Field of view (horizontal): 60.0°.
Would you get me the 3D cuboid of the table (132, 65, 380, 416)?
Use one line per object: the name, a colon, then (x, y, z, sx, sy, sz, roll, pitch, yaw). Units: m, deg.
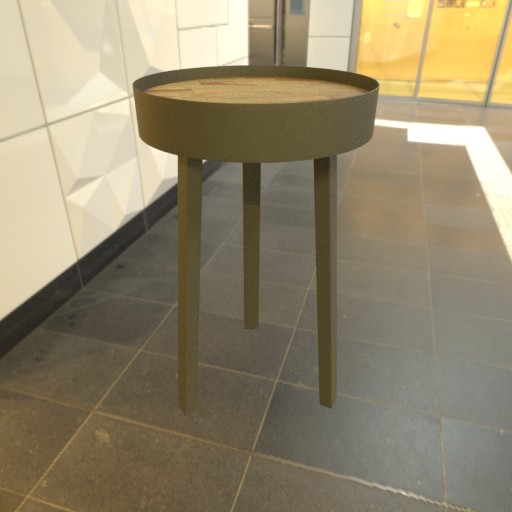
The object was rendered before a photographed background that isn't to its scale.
table: (0.000, 0.000, 0.920, 0.406, 0.686, 0.406, -1, 30, -3)
